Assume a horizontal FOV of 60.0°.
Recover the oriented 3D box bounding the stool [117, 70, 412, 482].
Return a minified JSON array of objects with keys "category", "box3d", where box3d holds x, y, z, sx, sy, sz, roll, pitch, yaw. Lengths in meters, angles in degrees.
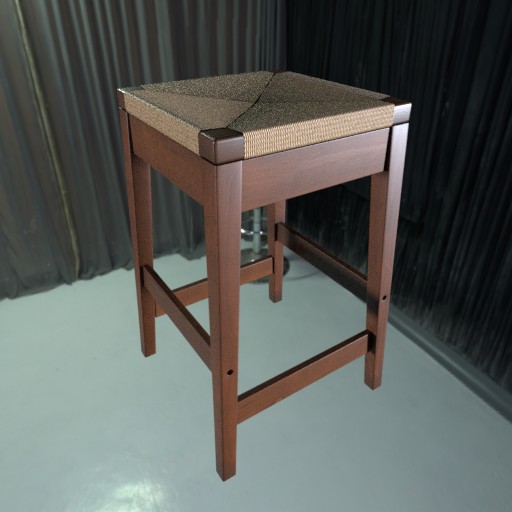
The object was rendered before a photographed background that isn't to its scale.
[{"category":"stool","box3d":[0.000,0.000,1.086,0.507,0.762,0.497,-19,37,-28]}]
